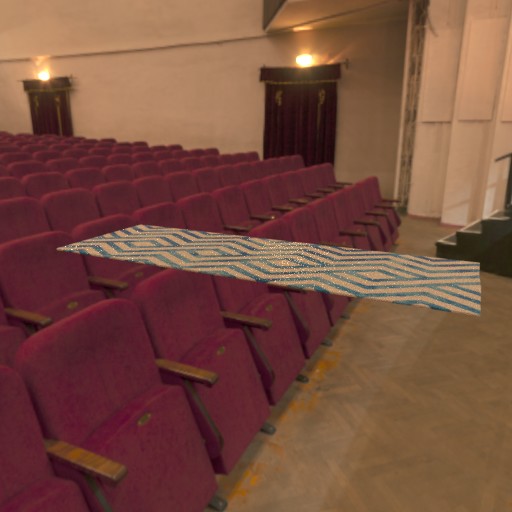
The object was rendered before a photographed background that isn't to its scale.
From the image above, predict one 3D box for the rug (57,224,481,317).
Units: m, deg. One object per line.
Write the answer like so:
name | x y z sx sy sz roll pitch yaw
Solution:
rug | 0.000 0.000 1.637 1.492 0.007 0.503 8 18 25
